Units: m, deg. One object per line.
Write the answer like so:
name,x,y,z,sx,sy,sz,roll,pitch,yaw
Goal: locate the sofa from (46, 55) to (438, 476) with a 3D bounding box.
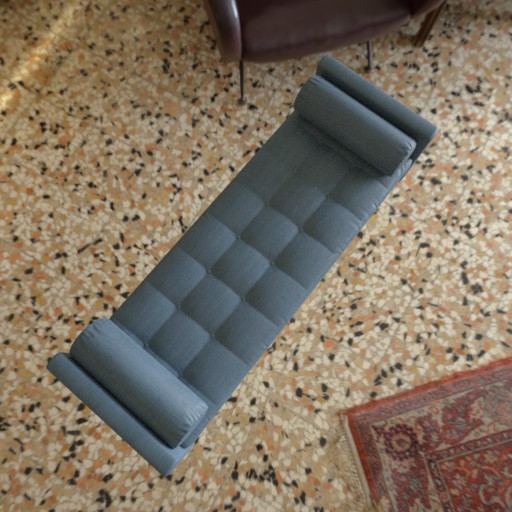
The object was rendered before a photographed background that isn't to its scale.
sofa,0.000,0.000,2.276,0.686,0.635,1.981,38,78,9
